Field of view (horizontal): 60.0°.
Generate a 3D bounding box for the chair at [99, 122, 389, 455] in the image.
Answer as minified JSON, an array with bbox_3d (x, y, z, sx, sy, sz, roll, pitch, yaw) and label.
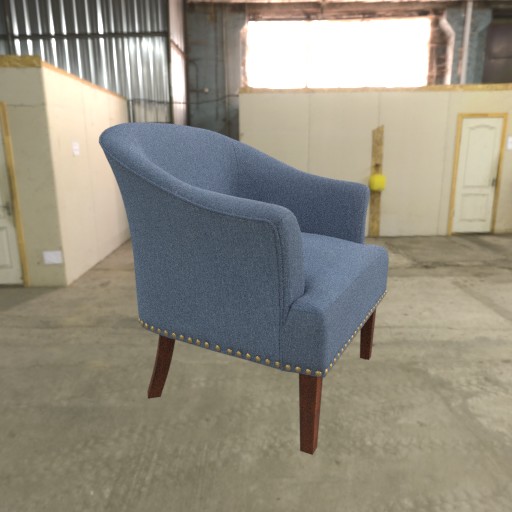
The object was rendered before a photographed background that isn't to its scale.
[{"bbox_3d":[0.000,0.000,1.399,0.704,0.815,0.772,7,16,27],"label":"chair"}]
